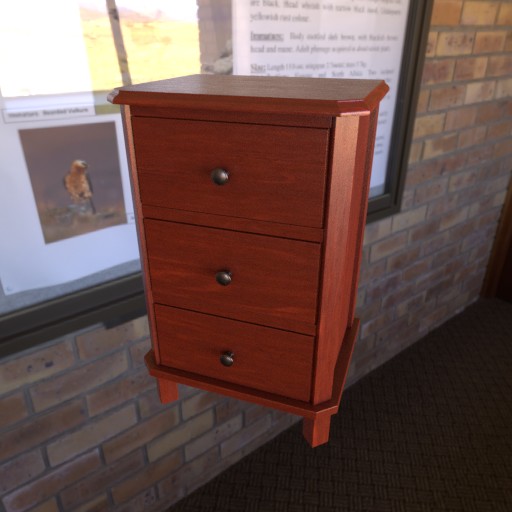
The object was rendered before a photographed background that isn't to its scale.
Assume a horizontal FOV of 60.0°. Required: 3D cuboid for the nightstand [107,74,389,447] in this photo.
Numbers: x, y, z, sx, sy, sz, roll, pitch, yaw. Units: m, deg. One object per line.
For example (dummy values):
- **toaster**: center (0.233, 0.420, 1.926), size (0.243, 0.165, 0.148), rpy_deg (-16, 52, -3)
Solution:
- **nightstand**: center (0.000, 0.000, 0.940), size (0.435, 0.681, 0.351), rpy_deg (9, 28, 18)
